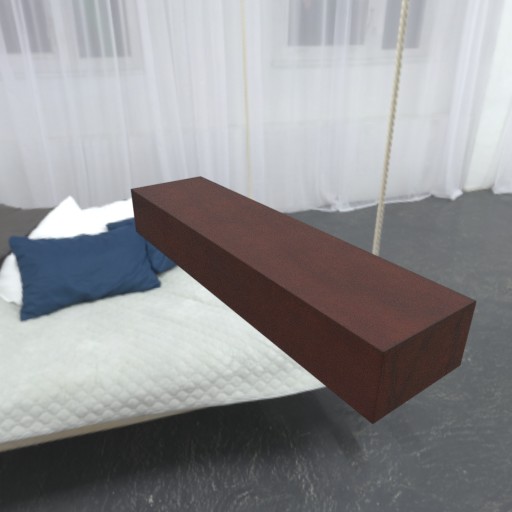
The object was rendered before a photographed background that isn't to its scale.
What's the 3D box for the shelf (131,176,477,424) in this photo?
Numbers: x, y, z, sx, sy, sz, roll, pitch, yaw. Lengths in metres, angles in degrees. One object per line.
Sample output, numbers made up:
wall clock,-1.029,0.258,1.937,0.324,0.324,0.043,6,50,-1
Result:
shelf,0.000,0.000,0.680,0.152,0.088,0.607,-17,31,-32
